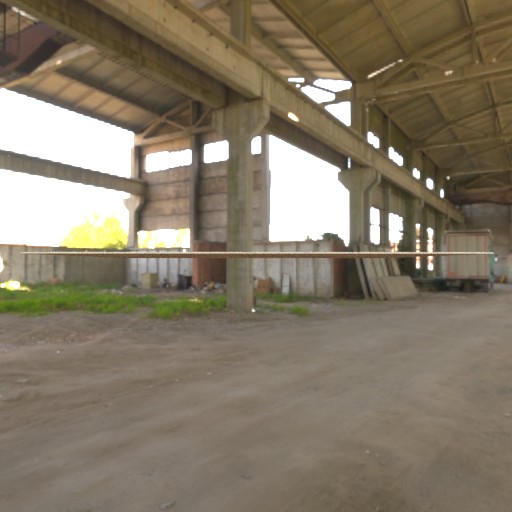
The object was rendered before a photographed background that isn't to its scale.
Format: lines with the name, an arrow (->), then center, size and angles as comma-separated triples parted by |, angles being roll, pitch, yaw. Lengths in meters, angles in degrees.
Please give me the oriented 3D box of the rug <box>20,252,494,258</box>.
rug -> 0.000, 0.000, 3.964 | 2.980, 0.012, 2.363 | 0, -1, -1
